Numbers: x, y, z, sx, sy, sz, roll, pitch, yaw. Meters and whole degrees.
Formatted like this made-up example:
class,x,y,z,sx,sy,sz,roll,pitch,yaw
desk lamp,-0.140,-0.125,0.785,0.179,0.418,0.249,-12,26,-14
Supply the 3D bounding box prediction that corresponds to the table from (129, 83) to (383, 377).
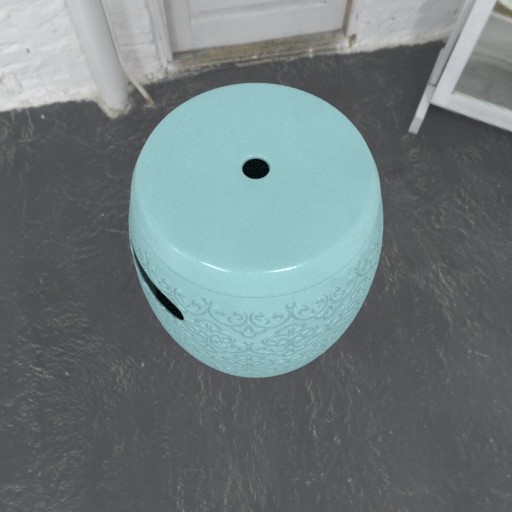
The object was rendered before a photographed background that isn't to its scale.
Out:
class,x,y,z,sx,sy,sz,roll,pitch,yaw
table,0.000,0.000,0.608,0.309,0.397,0.309,0,64,0
